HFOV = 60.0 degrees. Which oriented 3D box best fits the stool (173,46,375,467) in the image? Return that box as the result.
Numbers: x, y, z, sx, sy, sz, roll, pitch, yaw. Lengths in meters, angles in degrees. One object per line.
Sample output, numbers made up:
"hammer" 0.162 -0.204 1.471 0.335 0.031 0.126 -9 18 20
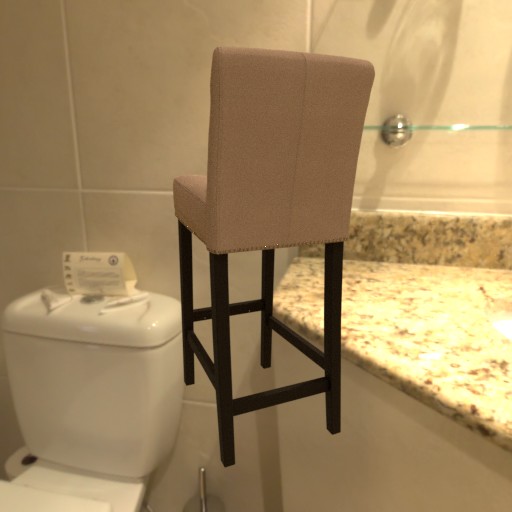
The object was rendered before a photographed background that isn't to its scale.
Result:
"stool" 0.000 0.000 1.328 0.411 1.047 0.548 -6 15 -24
